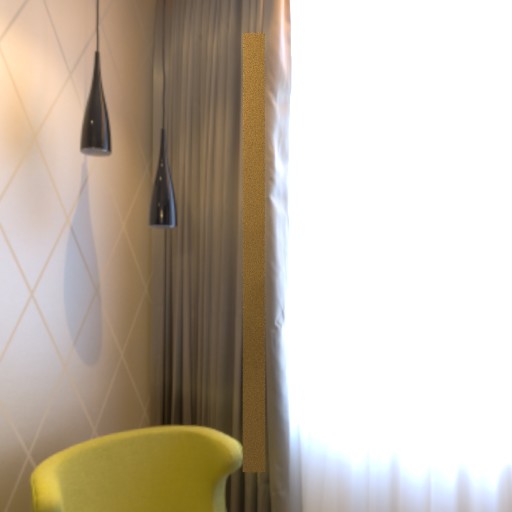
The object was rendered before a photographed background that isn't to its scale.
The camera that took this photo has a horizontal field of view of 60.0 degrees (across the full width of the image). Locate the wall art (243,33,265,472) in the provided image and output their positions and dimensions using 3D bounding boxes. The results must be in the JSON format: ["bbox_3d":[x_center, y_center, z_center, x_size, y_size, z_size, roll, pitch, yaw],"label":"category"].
[{"bbox_3d":[0.000,0.000,1.149,0.038,0.762,0.762,0,-2,1],"label":"wall art"}]
